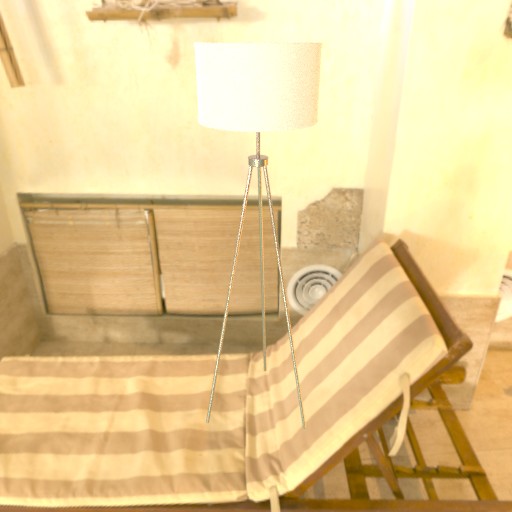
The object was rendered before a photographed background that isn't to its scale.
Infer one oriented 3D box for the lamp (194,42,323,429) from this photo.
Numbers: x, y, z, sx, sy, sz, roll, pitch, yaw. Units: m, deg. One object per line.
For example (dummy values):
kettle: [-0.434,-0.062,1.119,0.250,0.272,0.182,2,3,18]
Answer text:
lamp: [0.000,0.000,1.778,0.448,1.545,0.458,0,26,0]
